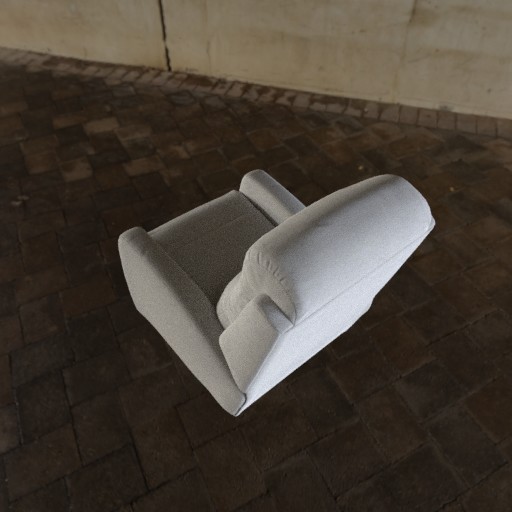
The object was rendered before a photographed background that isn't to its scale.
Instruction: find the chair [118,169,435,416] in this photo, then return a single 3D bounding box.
[{"bbox_3d":[0.000,0.000,1.768,0.798,1.013,1.043,-31,53,-27],"label":"chair"}]
